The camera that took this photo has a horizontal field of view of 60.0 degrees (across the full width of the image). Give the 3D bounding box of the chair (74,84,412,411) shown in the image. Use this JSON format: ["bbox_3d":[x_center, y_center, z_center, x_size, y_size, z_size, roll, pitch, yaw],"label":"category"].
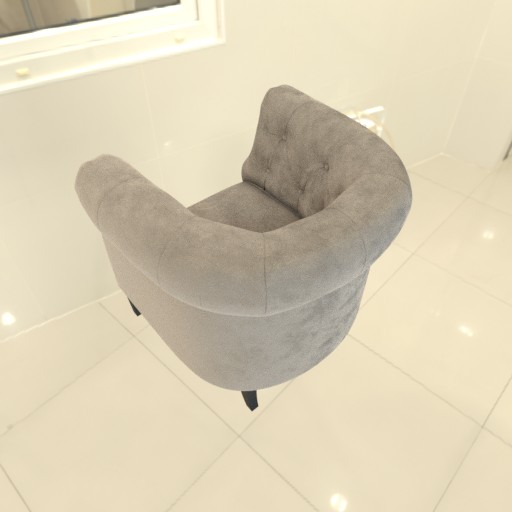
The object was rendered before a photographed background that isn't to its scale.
[{"bbox_3d":[0.000,0.000,1.566,0.904,0.826,0.851,-31,53,-27],"label":"chair"}]
